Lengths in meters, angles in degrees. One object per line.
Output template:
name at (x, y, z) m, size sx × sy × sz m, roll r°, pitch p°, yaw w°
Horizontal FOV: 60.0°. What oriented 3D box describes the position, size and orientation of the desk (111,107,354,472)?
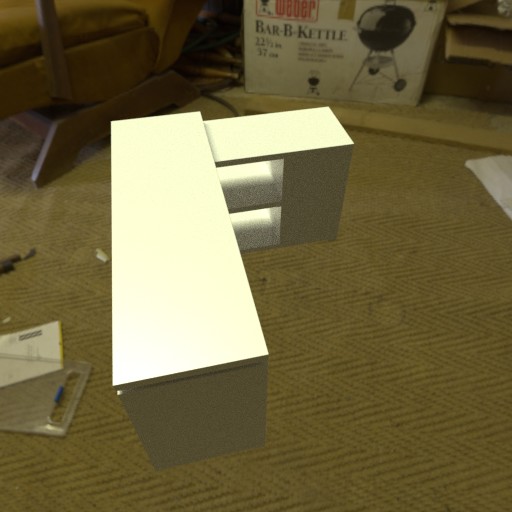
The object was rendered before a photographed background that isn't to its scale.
desk at (0.000, 0.000, 2.160) m, size 1.200 × 0.753 × 1.524 m, roll -9°, pitch 47°, yaw -9°
